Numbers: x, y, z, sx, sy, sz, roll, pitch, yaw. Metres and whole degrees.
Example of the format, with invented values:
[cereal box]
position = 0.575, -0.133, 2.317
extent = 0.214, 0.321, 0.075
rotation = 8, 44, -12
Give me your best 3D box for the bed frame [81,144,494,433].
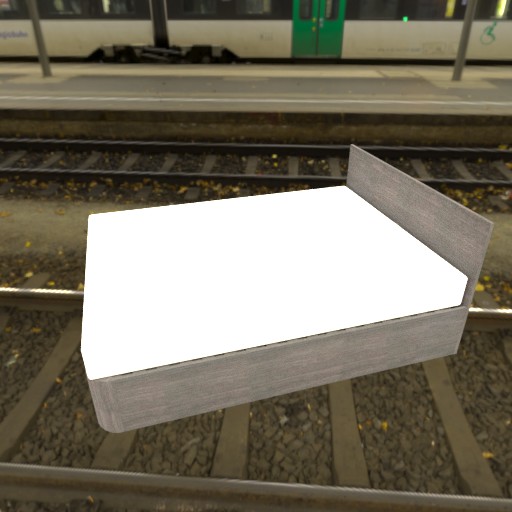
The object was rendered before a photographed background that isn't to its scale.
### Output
[bed frame]
position = 0.000, 0.000, 2.606
extent = 1.900, 0.800, 1.400
rotation = -9, 31, -15
